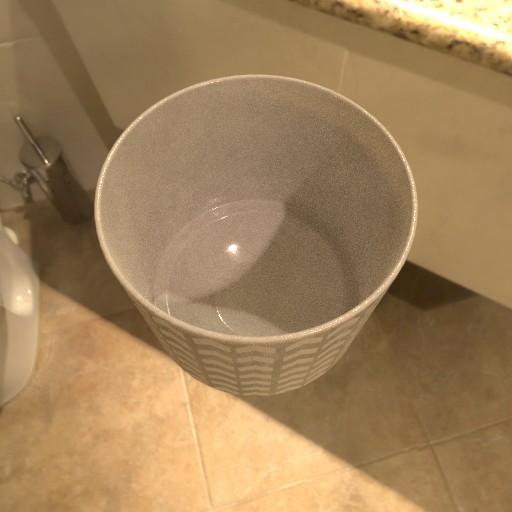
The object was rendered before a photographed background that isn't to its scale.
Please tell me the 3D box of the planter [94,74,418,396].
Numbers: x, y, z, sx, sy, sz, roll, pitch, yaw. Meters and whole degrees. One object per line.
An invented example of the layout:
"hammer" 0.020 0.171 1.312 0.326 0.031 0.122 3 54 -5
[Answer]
"planter" 0.000 0.000 0.452 0.250 0.239 0.250 0 63 0
